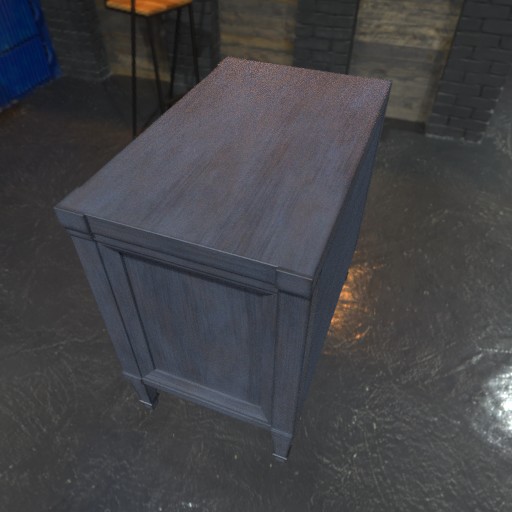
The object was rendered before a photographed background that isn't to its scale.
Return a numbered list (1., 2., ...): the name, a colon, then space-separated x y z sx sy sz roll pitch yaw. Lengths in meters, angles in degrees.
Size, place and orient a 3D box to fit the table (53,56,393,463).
1. table: 0.000 0.000 1.071 0.413 0.660 0.660 15 46 15
